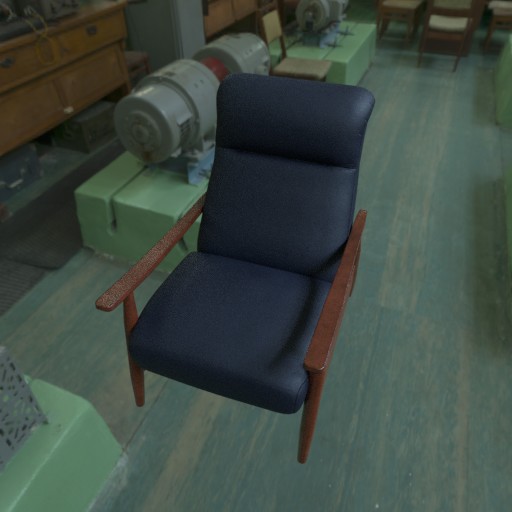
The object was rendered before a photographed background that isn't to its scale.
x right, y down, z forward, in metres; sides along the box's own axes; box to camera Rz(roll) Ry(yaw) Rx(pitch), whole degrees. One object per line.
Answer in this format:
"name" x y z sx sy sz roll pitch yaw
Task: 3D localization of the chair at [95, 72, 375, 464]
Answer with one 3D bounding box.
"chair" 0.000 0.000 1.757 0.762 1.082 1.014 13 42 15
